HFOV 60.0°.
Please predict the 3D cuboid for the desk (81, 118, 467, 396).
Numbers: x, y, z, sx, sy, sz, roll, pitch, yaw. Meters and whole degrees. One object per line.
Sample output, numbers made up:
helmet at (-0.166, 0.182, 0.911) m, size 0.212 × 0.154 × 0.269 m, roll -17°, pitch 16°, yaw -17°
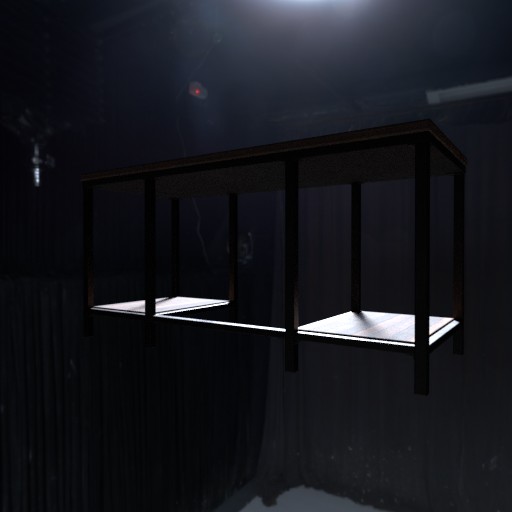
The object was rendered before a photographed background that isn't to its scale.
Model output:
desk at (0.000, 0.000, 1.880) m, size 1.538 × 0.753 × 0.617 m, roll 0°, pitch 1°, yaw 34°
